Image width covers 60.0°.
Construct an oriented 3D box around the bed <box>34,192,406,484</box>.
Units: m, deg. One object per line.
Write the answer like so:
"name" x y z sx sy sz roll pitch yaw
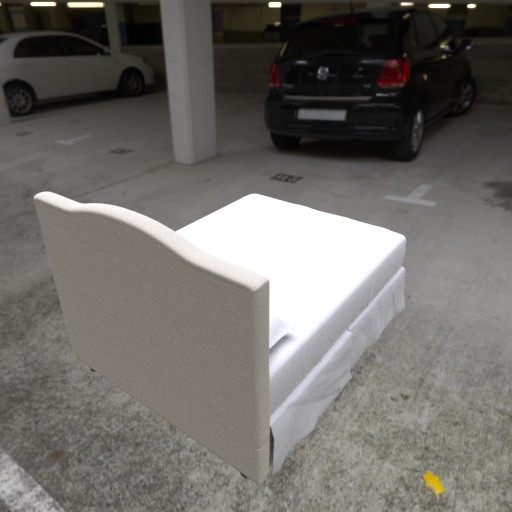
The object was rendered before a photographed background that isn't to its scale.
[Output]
"bed" 0.000 0.000 3.277 1.741 1.449 2.196 20 36 31
